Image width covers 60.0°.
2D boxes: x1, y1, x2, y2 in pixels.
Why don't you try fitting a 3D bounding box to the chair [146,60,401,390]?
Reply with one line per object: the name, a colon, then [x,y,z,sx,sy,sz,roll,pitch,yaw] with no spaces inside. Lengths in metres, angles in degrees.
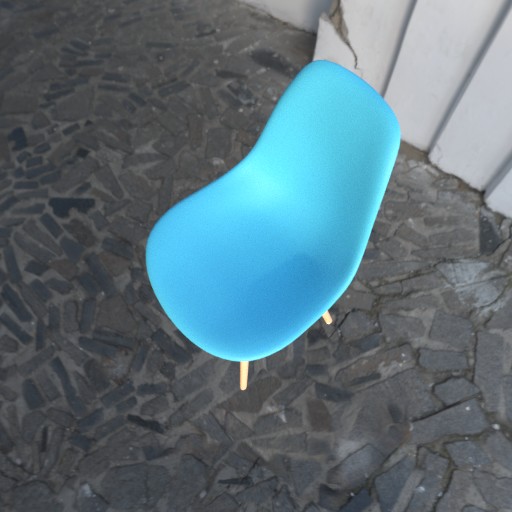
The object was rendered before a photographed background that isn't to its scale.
chair: [0.000,0.000,1.137,0.531,0.826,0.470,-35,69,-16]
